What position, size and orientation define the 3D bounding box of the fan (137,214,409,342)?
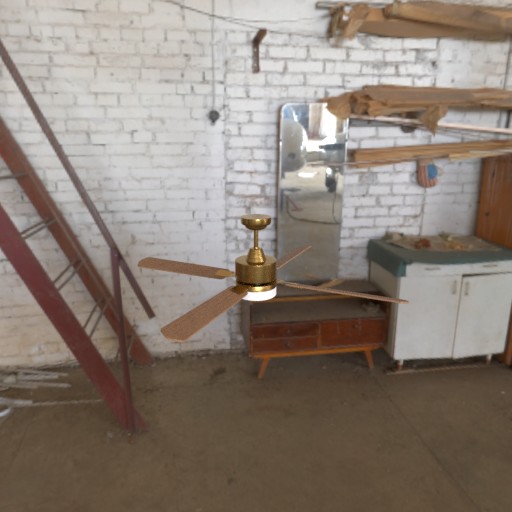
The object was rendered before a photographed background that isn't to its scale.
[{"bbox_3d":[0.000,0.000,1.973,1.320,0.355,1.320,7,17,25],"label":"fan"}]
